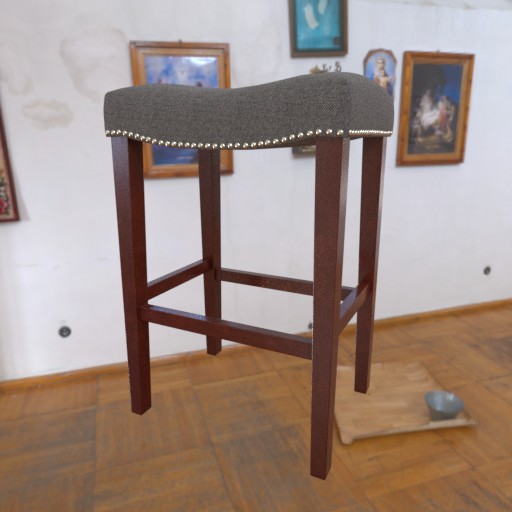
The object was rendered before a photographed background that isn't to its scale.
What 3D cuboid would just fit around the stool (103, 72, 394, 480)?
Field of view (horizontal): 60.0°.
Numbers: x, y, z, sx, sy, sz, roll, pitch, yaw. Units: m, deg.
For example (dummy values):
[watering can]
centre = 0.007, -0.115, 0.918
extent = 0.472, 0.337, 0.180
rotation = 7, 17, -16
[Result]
[stool]
centre = 0.000, 0.000, 1.006
extent = 0.504, 0.742, 0.372
rotation = 8, 17, 26
